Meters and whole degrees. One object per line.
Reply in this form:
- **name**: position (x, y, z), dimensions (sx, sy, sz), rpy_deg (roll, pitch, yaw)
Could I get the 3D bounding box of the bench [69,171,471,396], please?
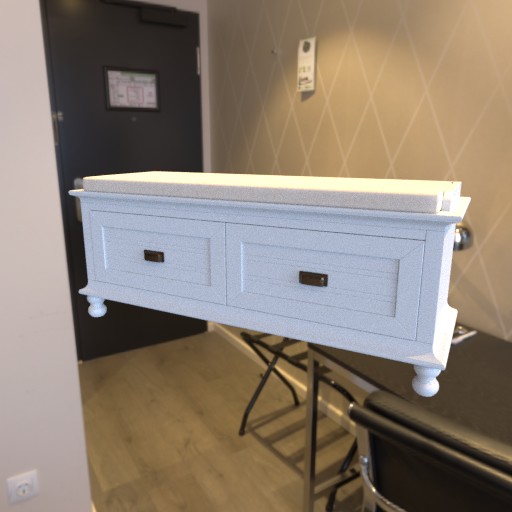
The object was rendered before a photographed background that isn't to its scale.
- **bench**: position (0.000, 0.000, 1.415), dimensions (1.185, 0.486, 0.402), rpy_deg (7, 16, 27)
